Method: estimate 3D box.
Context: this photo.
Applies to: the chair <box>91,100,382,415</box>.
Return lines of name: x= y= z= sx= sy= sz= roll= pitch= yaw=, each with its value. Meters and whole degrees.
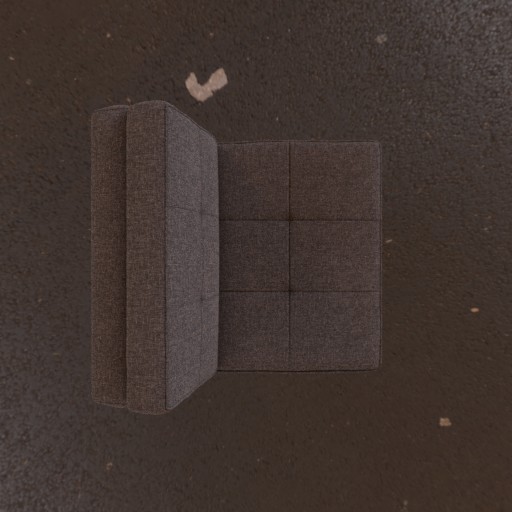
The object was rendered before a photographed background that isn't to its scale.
chair: x=0.000 y=0.000 z=1.303 sx=0.800 sy=0.615 sz=0.740 roll=0 pitch=90 yaw=0
